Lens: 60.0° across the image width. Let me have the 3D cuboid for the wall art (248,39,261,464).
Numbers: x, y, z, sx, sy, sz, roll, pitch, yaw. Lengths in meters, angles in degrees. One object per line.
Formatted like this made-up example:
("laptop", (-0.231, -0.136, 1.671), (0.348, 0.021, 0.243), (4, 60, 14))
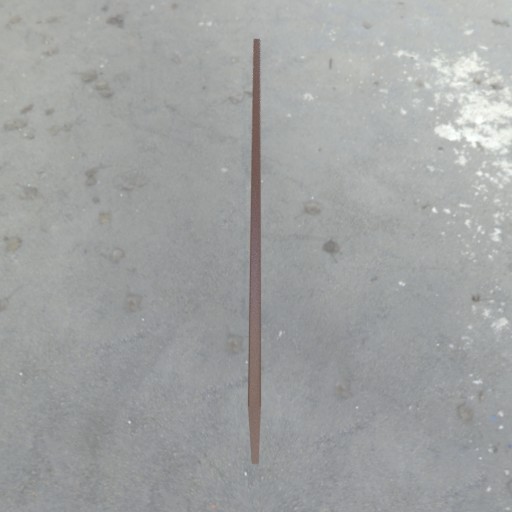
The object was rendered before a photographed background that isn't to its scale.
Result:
("wall art", (0.000, 0.000, 0.835), (0.014, 0.455, 0.660), (0, 58, 0))
